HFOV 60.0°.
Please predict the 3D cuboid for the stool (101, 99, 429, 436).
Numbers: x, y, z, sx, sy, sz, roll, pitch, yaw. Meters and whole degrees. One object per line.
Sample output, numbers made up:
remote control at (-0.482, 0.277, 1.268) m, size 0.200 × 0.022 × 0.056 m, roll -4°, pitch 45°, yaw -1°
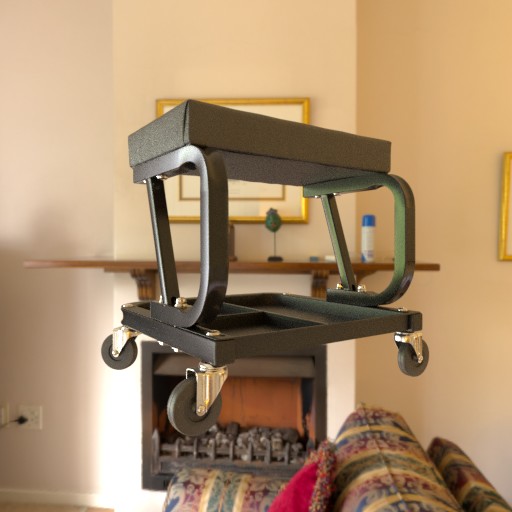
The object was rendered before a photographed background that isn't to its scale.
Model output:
stool at (0.000, 0.000, 0.724) m, size 0.446 × 0.380 × 0.371 m, roll -1°, pitch 1°, yaw -35°
